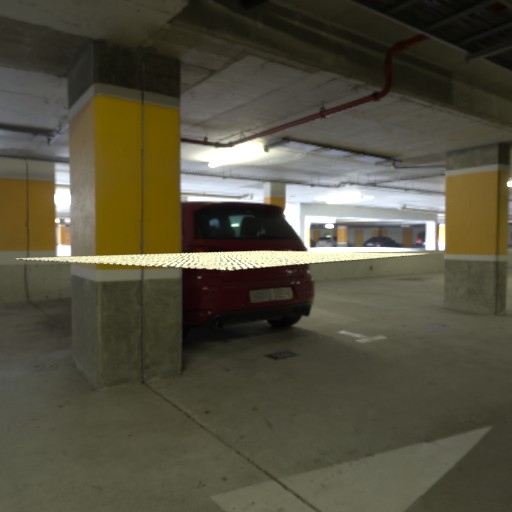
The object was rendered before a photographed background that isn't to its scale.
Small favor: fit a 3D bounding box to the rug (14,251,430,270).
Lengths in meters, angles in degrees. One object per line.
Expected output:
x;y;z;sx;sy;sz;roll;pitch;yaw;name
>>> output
0.000;0.000;2.165;1.177;0.004;1.750;1;2;37;rug
